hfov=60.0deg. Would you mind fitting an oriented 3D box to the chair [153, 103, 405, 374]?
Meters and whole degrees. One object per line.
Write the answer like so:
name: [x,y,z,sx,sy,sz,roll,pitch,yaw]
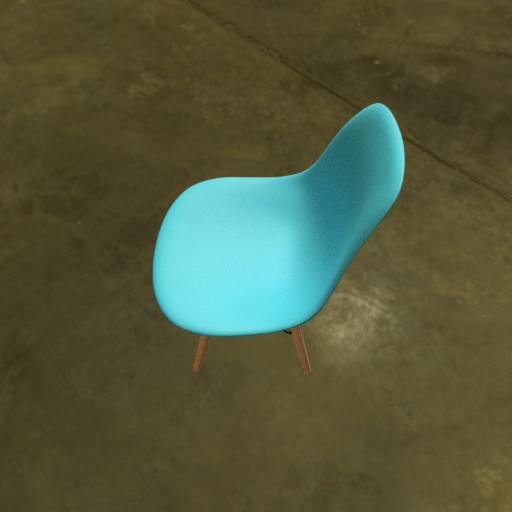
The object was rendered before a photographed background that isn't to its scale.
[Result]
chair: [0.000,0.000,1.157,0.531,0.826,0.470,1,59,0]
